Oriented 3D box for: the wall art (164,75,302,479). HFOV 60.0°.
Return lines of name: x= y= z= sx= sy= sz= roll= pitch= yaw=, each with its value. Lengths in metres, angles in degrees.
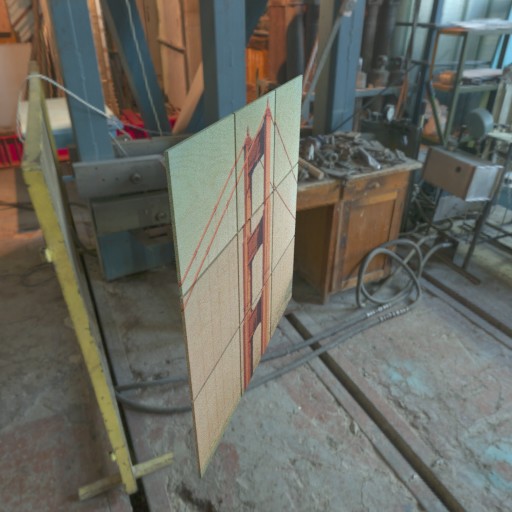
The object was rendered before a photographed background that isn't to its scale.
wall art: x=0.000 y=0.000 z=2.259 sx=0.013 sy=1.523 sz=1.517 roll=10 pitch=32 yaw=17
